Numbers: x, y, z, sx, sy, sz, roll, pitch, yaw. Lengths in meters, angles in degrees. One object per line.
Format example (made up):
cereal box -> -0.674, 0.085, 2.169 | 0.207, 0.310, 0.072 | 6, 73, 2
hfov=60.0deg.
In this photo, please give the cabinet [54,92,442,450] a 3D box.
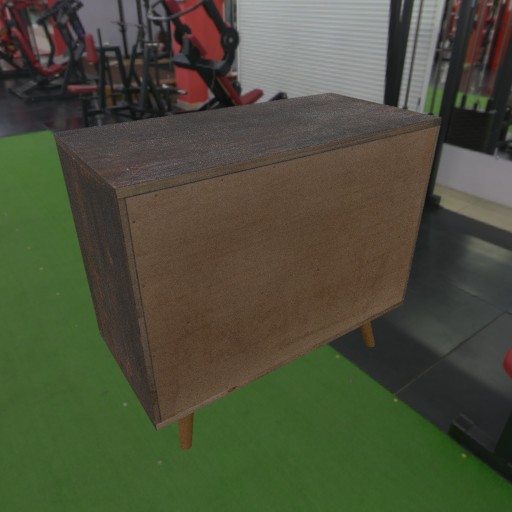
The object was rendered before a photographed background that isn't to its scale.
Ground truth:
cabinet -> 0.000, 0.000, 1.521 | 1.023, 0.897, 0.529 | -19, 36, -29
